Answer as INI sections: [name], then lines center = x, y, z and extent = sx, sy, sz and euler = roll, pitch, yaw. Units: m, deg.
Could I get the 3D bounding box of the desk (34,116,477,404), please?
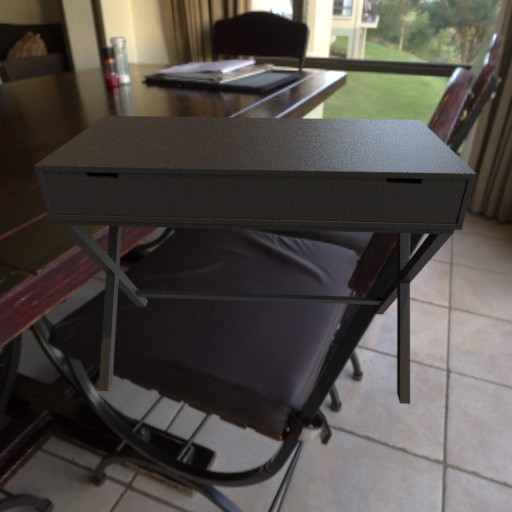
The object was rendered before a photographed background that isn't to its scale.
[desk]
center = 0.000, 0.000, 1.472
extent = 1.057, 0.780, 0.504
euler = 2, 31, 3
